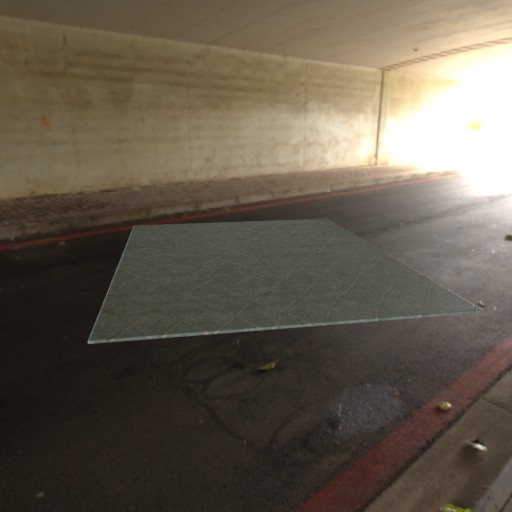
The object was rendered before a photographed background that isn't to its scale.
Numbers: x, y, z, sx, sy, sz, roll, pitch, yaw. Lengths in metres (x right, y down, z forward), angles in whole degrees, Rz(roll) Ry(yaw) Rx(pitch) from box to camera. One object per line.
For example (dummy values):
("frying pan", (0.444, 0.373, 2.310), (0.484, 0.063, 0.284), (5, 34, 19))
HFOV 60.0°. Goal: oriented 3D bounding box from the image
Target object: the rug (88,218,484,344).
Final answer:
("rug", (0.000, 0.000, 4.068), (2.420, 0.019, 3.039), (-3, 16, -10))
